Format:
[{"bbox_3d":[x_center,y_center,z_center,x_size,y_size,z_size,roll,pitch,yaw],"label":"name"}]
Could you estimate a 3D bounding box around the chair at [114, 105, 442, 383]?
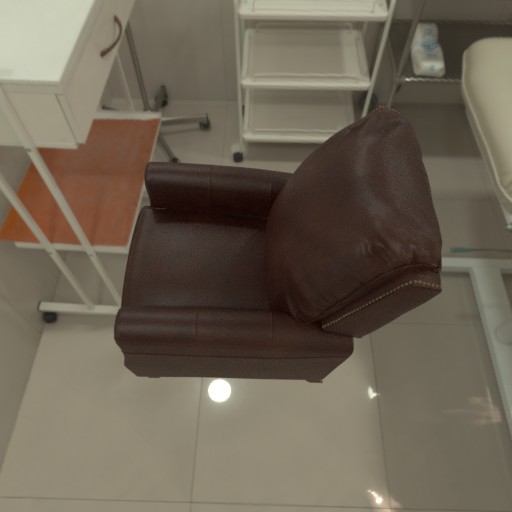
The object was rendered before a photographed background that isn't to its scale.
[{"bbox_3d":[0.000,0.000,1.769,1.089,1.022,0.826,1,58,1],"label":"chair"}]
